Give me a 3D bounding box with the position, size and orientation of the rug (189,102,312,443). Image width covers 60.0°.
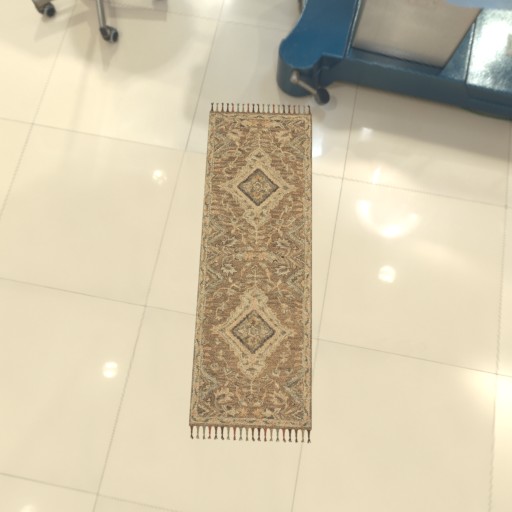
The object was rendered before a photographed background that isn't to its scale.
[{"bbox_3d":[0.000,0.000,2.920,1.324,0.018,2.378,17,76,4],"label":"rug"}]
